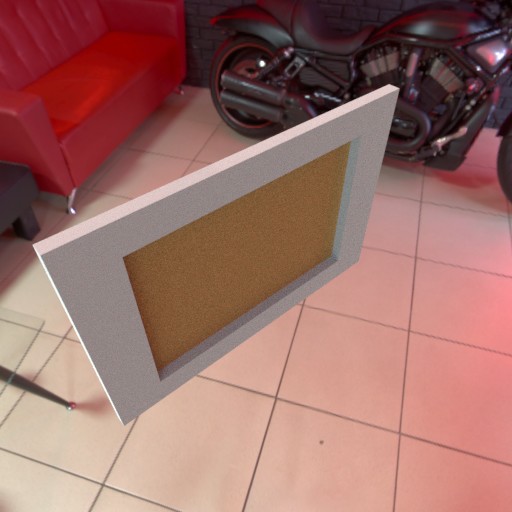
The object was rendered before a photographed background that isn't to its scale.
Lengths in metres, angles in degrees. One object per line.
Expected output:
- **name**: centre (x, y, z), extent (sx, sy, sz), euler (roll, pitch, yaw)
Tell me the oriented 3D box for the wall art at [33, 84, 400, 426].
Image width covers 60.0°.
- **wall art**: centre (0.000, 0.000, 1.123), extent (0.906, 0.617, 0.033), euler (-31, 53, -27)
